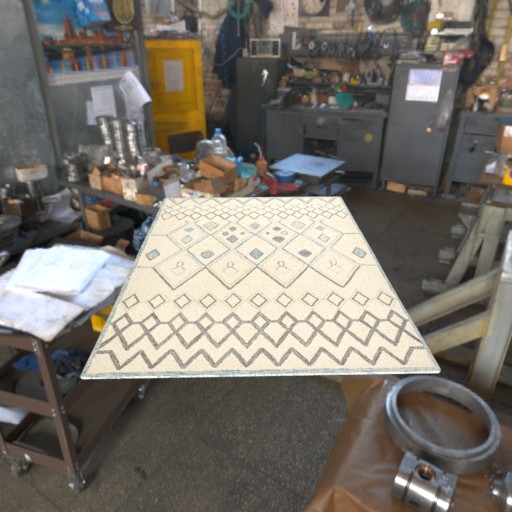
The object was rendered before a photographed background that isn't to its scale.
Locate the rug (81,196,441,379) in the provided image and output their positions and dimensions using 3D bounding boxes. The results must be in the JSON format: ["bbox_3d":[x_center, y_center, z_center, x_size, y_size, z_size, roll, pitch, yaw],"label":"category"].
[{"bbox_3d":[0.000,0.000,2.350,1.260,0.009,1.820,-1,27,-1],"label":"rug"}]
